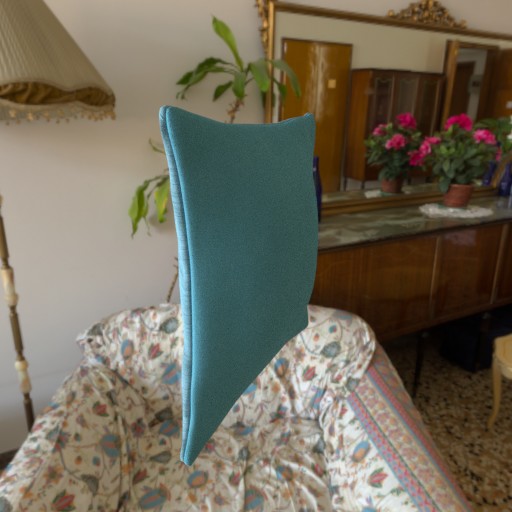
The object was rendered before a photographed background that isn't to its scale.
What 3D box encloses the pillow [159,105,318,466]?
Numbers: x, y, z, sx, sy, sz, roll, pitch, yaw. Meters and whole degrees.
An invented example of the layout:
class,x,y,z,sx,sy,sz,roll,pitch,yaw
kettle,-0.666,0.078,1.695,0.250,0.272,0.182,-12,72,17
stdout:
class,x,y,z,sx,sy,sz,roll,pitch,yaw
pillow,0.000,0.000,0.662,0.151,0.415,0.433,8,19,24
